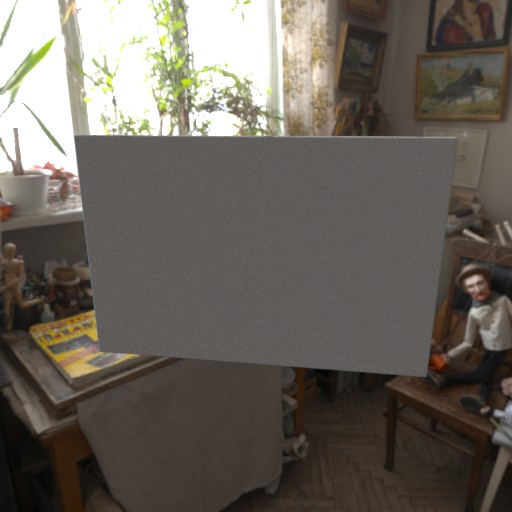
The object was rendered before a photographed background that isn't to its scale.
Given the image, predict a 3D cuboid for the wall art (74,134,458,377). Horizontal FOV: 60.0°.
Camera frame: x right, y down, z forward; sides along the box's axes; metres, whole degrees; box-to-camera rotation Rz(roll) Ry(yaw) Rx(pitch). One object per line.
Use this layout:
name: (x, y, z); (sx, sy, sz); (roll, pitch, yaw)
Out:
wall art: (0.000, 0.000, 0.775); (0.609, 0.406, 0.039); (3, 18, 8)
